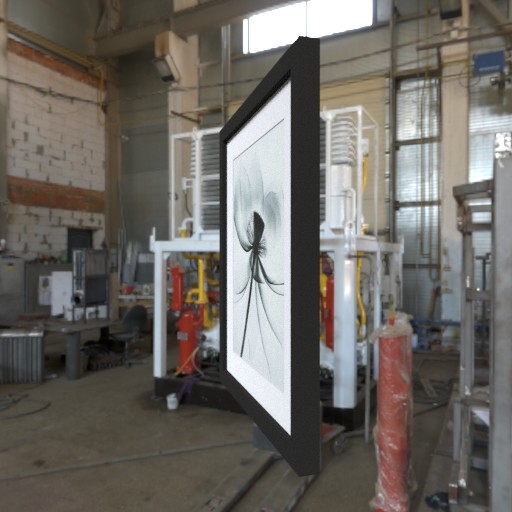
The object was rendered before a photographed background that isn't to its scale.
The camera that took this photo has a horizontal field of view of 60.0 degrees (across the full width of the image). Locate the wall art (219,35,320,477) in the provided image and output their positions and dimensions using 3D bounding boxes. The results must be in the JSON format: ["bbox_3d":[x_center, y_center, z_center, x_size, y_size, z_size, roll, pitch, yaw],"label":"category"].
[{"bbox_3d":[0.000,0.000,0.783,0.029,0.559,0.457,0,0,-17],"label":"wall art"}]
